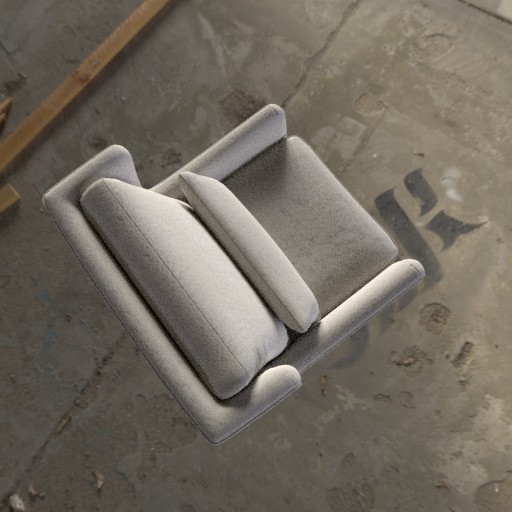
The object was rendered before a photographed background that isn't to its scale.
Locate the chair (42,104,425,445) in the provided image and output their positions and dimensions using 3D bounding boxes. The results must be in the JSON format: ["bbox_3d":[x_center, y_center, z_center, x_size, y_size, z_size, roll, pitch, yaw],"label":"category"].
[{"bbox_3d":[0.000,0.000,1.854,1.040,1.056,0.982,-37,78,-9],"label":"chair"}]
